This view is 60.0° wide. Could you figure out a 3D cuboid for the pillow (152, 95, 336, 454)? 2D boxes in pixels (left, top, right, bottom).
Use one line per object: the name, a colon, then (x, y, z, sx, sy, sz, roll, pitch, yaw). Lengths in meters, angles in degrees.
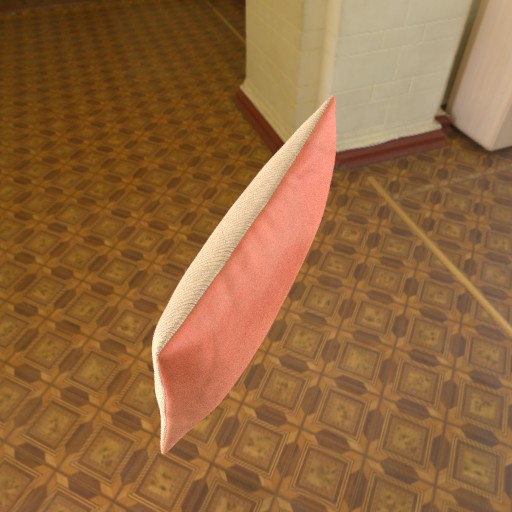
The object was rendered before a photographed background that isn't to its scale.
pillow: (0.000, 0.000, 0.748, 0.155, 0.307, 0.608, 18, 49, 16)
